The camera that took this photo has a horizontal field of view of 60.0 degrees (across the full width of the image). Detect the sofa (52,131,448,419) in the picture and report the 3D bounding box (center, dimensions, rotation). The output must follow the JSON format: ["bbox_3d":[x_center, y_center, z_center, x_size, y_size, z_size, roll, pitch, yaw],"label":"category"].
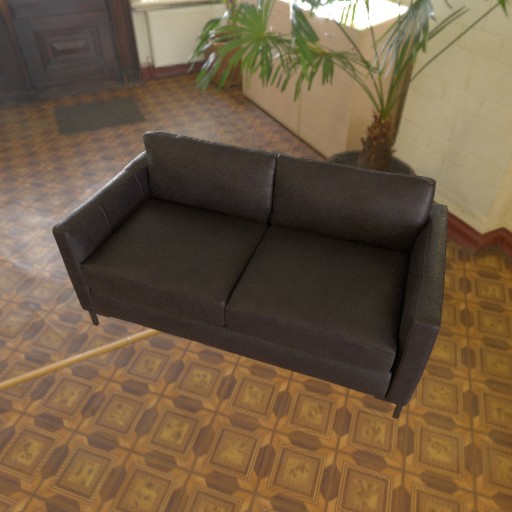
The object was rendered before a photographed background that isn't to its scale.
[{"bbox_3d":[0.000,0.000,2.307,1.805,0.883,0.947,12,42,13],"label":"sofa"}]
